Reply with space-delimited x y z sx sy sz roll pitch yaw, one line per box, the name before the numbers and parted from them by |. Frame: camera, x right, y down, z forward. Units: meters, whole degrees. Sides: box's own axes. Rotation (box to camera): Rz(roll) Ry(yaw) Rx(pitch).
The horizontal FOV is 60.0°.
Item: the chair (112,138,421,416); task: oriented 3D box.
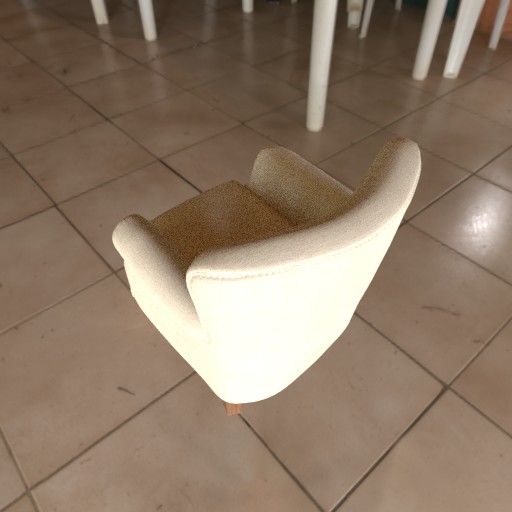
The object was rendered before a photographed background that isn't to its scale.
chair | 0.000 0.000 1.657 0.861 0.936 0.921 -33 54 -28
